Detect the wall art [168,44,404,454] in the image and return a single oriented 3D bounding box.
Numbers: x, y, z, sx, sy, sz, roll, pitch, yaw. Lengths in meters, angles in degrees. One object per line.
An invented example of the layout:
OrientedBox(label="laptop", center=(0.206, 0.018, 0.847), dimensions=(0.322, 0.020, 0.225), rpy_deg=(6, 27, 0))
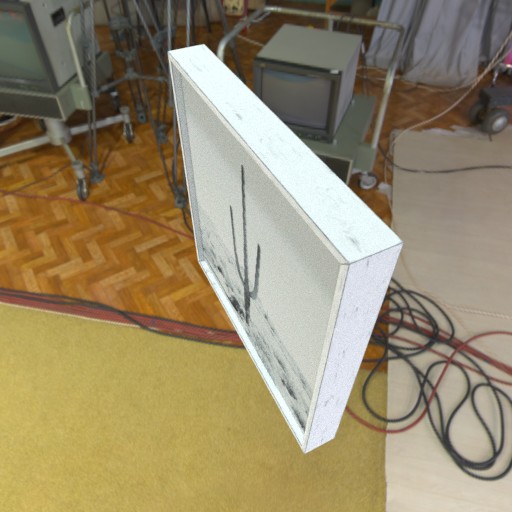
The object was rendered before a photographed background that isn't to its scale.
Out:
OrientedBox(label="wall art", center=(0.000, 0.000, 0.454), dimensions=(0.038, 0.305, 0.305), rpy_deg=(-20, 51, -18))
